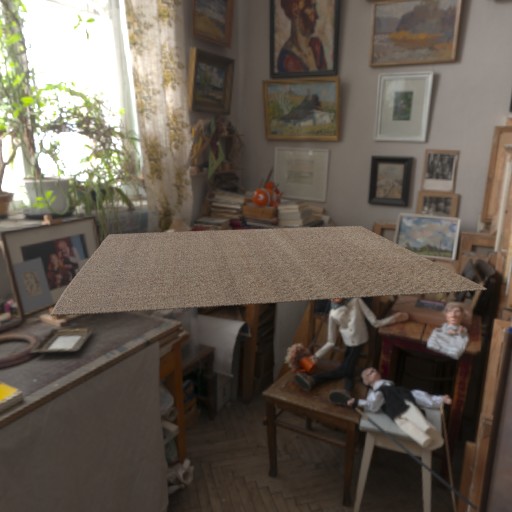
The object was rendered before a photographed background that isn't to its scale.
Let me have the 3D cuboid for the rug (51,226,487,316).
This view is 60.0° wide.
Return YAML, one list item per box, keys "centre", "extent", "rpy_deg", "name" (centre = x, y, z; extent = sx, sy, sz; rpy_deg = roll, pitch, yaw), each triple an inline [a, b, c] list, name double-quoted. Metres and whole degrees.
- centre: [0.000, 0.000, 4.142]
  extent: [3.048, 0.013, 2.439]
  rpy_deg: [-2, 15, -9]
  name: "rug"
